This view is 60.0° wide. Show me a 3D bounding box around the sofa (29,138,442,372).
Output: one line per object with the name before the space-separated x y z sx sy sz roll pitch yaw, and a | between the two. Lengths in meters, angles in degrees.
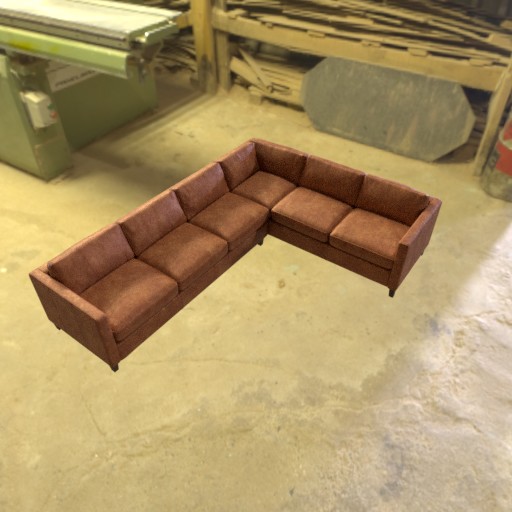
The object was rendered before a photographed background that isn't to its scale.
sofa | 0.000 0.000 4.281 2.438 0.838 3.167 26 47 27
